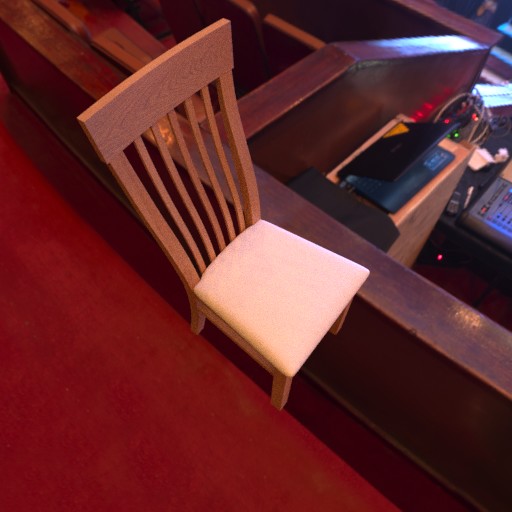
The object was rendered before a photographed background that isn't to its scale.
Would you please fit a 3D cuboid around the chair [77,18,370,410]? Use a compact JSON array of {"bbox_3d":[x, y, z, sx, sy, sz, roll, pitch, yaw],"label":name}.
[{"bbox_3d":[0.000,0.000,1.326,0.580,1.050,0.450,33,64,19],"label":"chair"}]
